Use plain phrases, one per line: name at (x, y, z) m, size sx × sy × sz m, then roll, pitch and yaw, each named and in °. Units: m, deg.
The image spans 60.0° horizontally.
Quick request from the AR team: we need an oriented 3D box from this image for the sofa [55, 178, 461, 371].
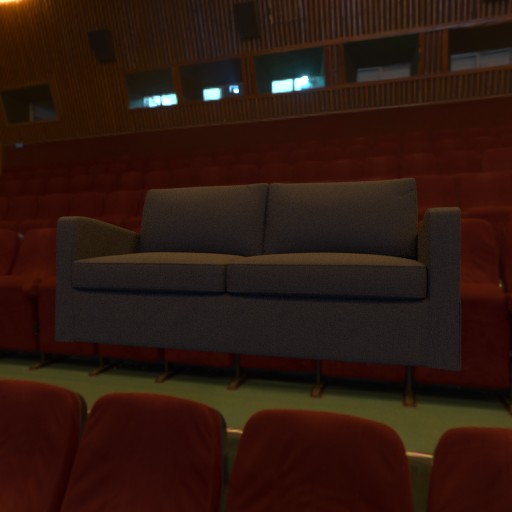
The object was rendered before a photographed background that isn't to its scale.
sofa at (0.000, 0.000, 2.306) m, size 1.852 × 0.839 × 0.898 m, roll 0°, pitch 1°, yaw 17°
